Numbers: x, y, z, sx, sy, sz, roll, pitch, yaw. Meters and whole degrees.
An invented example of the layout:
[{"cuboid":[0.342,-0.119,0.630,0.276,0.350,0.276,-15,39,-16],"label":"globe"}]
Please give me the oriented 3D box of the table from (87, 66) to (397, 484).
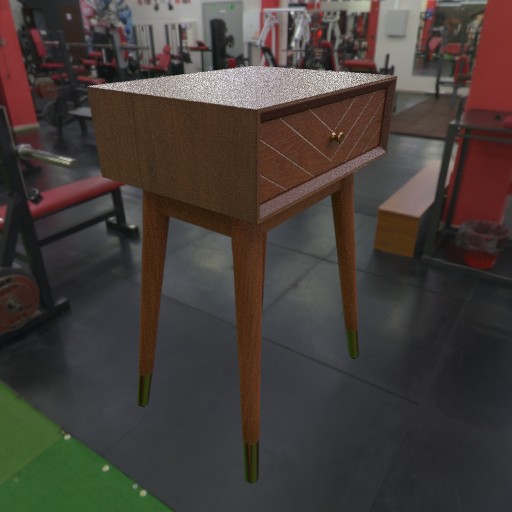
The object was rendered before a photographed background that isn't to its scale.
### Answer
[{"cuboid":[0.000,0.000,0.808,0.300,0.599,0.406,20,34,32],"label":"table"}]
